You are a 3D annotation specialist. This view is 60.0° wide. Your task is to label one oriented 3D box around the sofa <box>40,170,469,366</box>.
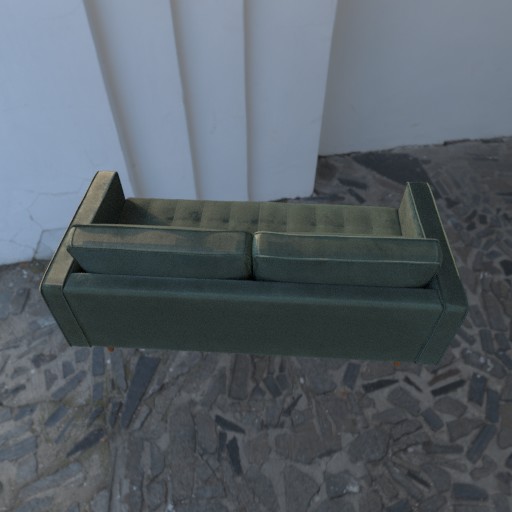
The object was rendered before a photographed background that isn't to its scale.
[{"bbox_3d":[0.000,0.000,2.257,1.816,0.781,0.886,2,47,2],"label":"sofa"}]
